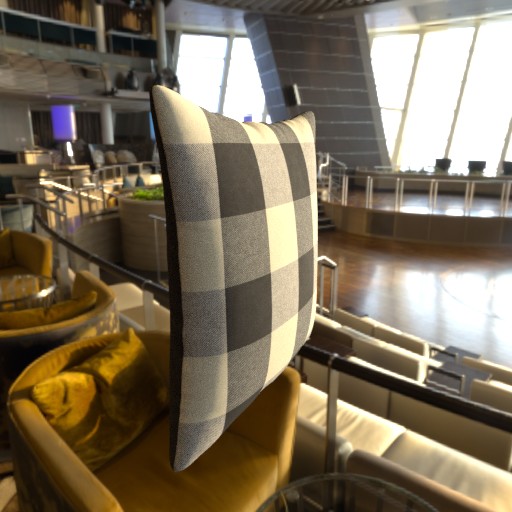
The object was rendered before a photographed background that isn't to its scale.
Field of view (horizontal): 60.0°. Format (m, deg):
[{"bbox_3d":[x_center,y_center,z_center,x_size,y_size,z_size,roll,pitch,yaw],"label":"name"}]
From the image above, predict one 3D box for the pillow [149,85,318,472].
[{"bbox_3d":[0.000,0.000,0.772,0.161,0.509,0.511,7,16,26],"label":"pillow"}]
